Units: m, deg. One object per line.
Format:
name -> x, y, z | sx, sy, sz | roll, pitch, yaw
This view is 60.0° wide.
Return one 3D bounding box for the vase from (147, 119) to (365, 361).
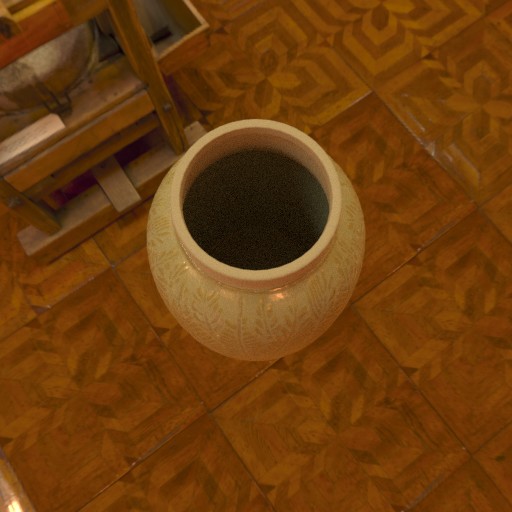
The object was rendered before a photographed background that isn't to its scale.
vase -> 0.000, 0.000, 0.376 | 0.172, 0.270, 0.172 | 0, 76, 0
